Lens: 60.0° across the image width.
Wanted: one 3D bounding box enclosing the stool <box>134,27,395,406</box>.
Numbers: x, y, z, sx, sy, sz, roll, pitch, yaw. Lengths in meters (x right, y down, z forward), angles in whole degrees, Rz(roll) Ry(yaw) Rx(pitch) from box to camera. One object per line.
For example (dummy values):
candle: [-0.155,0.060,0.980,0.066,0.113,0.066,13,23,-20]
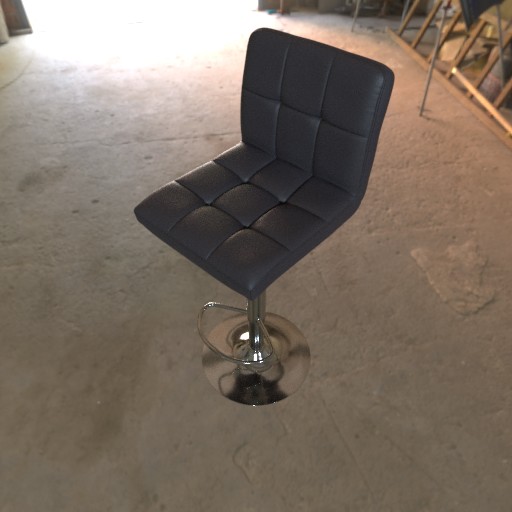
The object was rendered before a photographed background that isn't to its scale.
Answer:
stool: [0.000,0.000,1.341,0.430,1.115,0.505,32,54,28]
